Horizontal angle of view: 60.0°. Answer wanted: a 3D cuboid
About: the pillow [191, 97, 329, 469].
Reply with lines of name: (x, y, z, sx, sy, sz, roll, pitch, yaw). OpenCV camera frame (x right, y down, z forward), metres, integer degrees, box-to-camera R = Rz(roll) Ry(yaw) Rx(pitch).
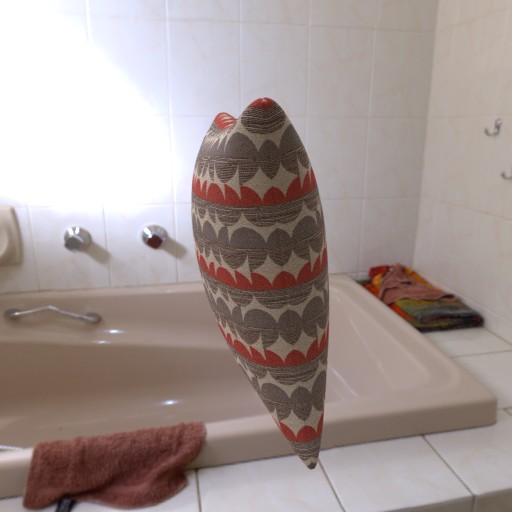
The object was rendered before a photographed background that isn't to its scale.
pillow: (0.000, 0.000, 0.642, 0.180, 0.410, 0.420, -3, 16, -9)
